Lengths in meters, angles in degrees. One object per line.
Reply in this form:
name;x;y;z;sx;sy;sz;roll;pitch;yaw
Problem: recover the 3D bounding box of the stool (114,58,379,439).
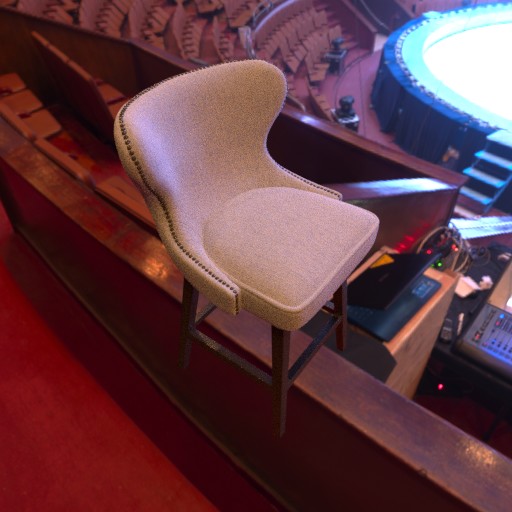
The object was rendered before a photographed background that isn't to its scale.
stool;0.000;0.000;1.363;0.597;0.972;0.615;26;47;27
